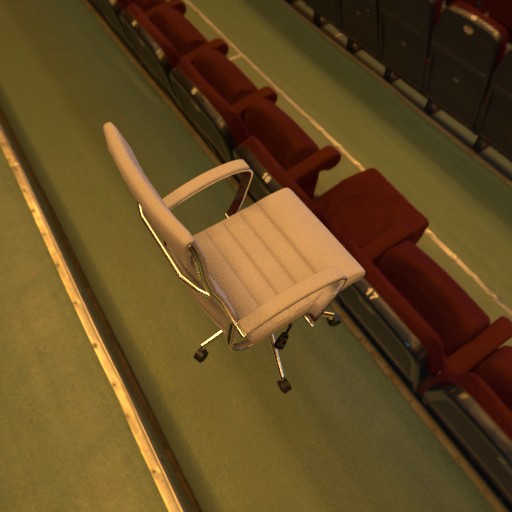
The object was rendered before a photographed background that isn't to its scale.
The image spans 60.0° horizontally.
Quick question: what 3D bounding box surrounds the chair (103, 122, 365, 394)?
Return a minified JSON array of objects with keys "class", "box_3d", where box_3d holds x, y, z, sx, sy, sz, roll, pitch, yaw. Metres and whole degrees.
[{"class":"chair","box_3d":[0.000,0.000,1.563,0.667,1.149,0.679,-28,61,-17]}]
